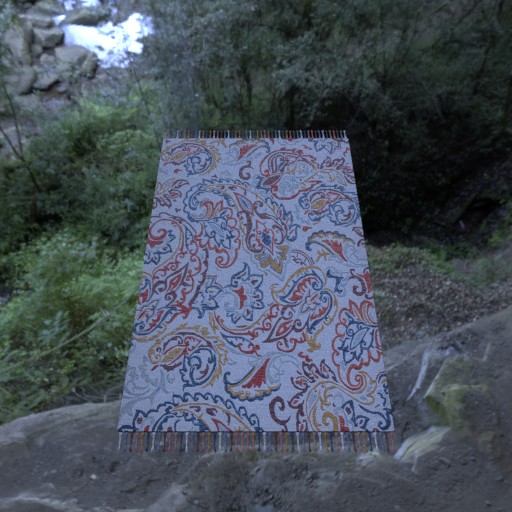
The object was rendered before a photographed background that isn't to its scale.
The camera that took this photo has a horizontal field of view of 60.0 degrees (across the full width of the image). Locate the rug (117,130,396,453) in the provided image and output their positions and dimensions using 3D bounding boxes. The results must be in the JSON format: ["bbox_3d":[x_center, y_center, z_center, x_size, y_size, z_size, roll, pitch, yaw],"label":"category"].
[{"bbox_3d":[0.000,0.000,2.432,1.218,0.010,1.997,0,58,0],"label":"rug"}]
